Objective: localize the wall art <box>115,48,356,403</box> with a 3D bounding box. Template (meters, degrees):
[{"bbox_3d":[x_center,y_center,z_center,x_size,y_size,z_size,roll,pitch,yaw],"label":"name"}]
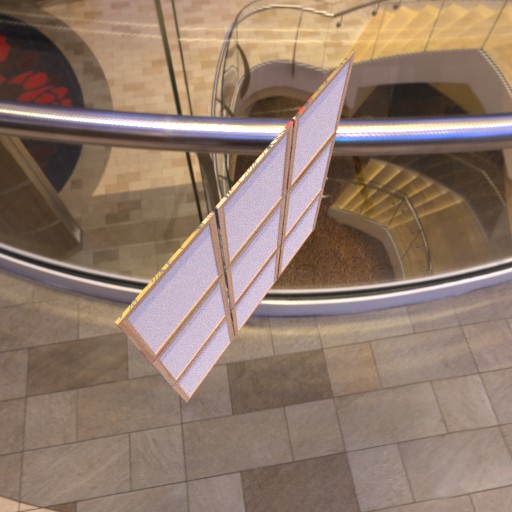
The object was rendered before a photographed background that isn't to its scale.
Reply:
[{"bbox_3d":[0.000,0.000,2.336,0.013,1.534,1.519,32,67,15],"label":"wall art"}]
